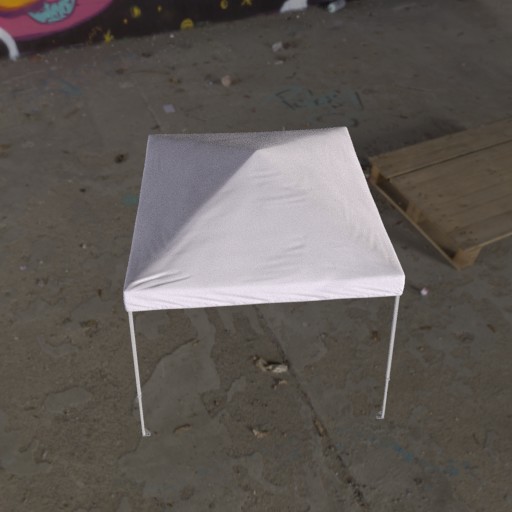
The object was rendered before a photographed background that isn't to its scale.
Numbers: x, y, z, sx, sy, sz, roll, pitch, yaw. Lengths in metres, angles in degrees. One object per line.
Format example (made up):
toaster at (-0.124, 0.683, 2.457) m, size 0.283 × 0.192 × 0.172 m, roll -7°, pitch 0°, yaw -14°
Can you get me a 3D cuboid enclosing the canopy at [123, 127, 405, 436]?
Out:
canopy at (0.000, 0.000, 5.122) m, size 2.850 × 2.850 × 2.849 m, roll -3°, pitch 47°, yaw -3°
